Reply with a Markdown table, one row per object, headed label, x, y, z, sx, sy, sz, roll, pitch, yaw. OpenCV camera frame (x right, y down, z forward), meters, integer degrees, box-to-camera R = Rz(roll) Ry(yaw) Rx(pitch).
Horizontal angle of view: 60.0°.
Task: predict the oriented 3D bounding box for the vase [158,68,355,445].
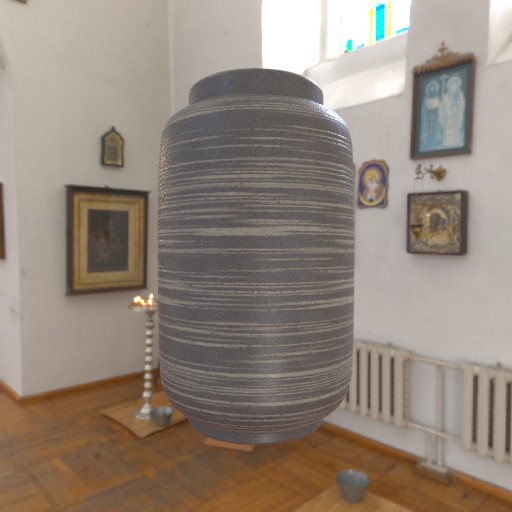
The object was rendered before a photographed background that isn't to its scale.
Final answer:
| label | x | y | z | sx | sy | sz | roll | pitch | yaw |
| --- | --- | --- | --- | --- | --- | --- | --- | --- | --- |
| vase | 0.000 | 0.000 | 0.685 | 0.297 | 0.499 | 0.297 | 0 | 1 | 0 |
